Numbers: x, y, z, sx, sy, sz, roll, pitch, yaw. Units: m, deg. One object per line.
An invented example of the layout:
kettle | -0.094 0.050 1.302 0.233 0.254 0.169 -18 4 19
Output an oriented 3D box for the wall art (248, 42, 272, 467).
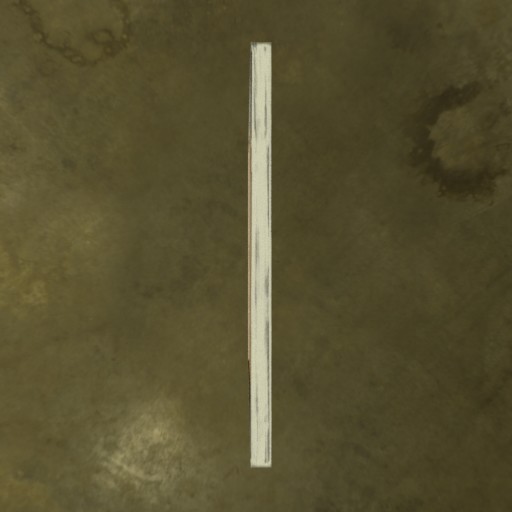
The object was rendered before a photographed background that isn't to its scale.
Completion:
wall art | 0.000 0.000 1.173 0.037 0.761 0.761 0 89 -1
